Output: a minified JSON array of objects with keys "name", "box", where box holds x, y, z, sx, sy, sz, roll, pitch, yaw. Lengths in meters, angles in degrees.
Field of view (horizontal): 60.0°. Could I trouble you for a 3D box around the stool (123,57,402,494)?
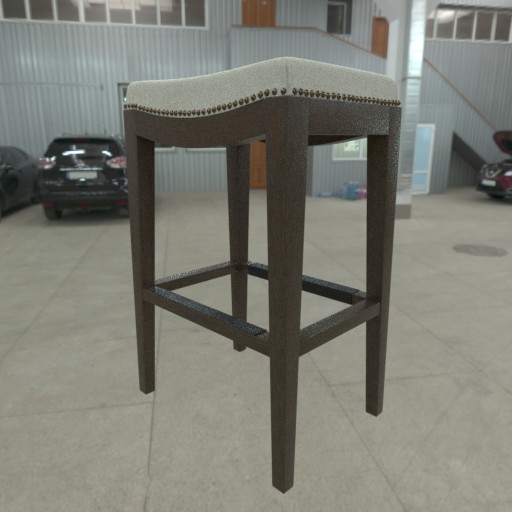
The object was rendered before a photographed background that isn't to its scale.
[{"name":"stool","box":[0.000,0.000,1.011,0.498,0.759,0.358,14,20,43]}]
